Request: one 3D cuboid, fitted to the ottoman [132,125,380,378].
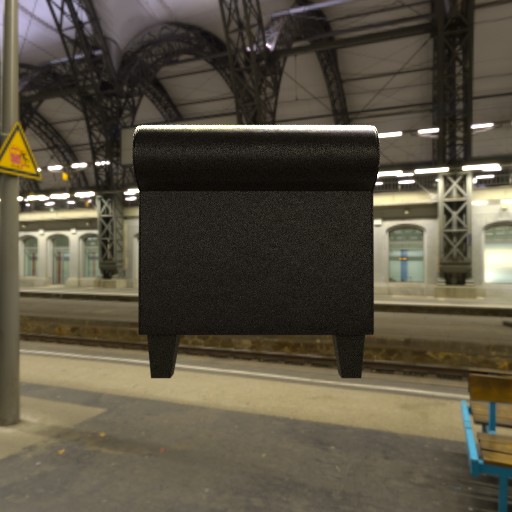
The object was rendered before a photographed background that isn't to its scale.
[{"bbox_3d":[0.000,0.000,1.518,0.521,0.547,1.256,0,-1,0],"label":"ottoman"}]
